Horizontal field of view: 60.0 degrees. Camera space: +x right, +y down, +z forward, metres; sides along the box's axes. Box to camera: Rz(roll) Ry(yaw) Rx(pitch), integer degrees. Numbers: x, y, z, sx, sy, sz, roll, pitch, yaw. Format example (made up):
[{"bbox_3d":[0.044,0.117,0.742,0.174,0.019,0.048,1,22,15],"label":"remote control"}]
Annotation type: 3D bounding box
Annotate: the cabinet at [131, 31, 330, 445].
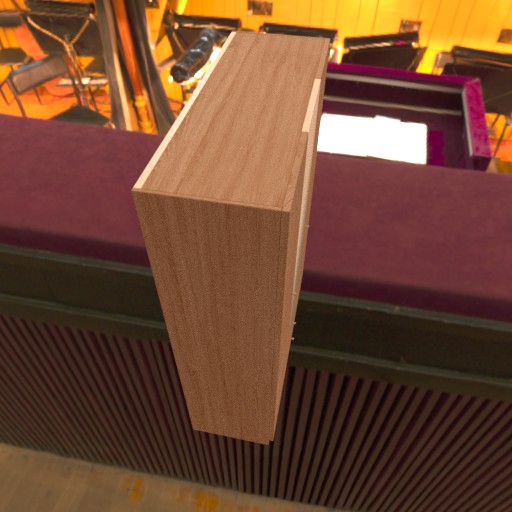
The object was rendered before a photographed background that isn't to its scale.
[{"bbox_3d":[0.000,0.000,2.796,0.590,2.120,1.500,9,48,8],"label":"cabinet"}]
